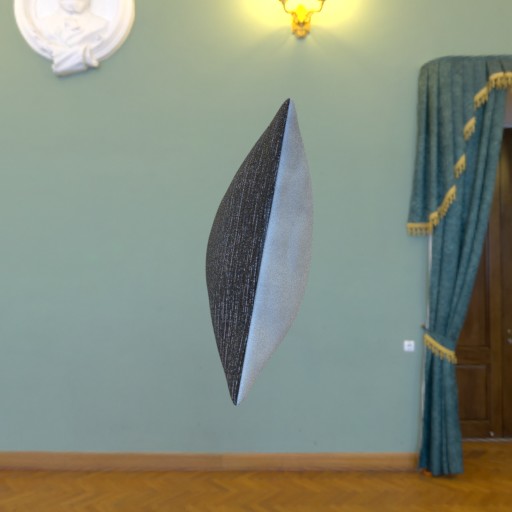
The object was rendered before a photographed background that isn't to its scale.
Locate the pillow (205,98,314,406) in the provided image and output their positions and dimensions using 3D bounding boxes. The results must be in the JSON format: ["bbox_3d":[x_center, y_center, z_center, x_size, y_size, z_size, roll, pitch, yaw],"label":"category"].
[{"bbox_3d":[0.000,0.000,0.738,0.156,0.305,0.608,0,-1,-1],"label":"pillow"}]
